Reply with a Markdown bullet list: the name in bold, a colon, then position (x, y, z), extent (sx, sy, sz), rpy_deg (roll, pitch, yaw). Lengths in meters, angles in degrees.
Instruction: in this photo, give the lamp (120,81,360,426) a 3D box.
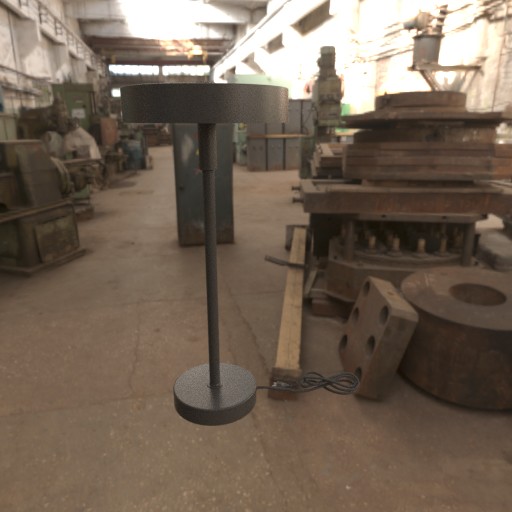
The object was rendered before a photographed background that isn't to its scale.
- **lamp**: position (0.000, 0.000, 0.696), extent (0.369, 0.508, 0.229), rpy_deg (-3, 17, -9)
